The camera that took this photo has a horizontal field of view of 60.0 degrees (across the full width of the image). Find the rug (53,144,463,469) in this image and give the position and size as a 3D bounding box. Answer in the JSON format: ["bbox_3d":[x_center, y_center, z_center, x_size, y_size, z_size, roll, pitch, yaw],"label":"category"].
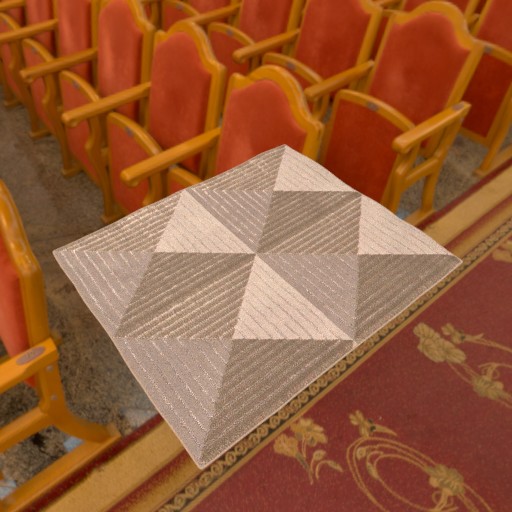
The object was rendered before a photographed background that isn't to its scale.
[{"bbox_3d":[0.000,0.000,0.900,0.642,0.008,0.551,-30,54,-25],"label":"rug"}]
